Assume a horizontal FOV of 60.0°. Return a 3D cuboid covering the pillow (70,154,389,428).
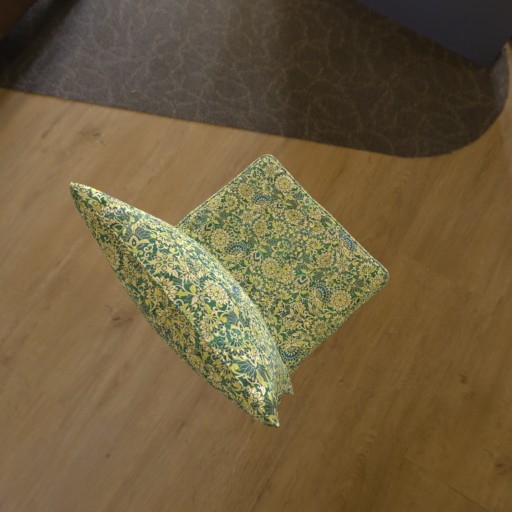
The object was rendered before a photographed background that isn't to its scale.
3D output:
[{"bbox_3d":[0.000,0.000,1.406,0.740,0.722,0.798,-41,78,-11],"label":"pillow"}]
